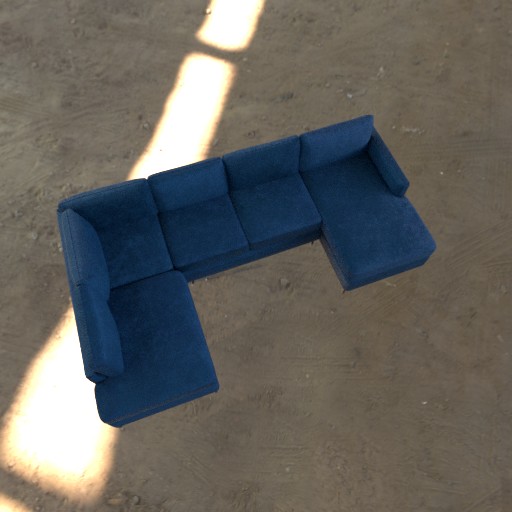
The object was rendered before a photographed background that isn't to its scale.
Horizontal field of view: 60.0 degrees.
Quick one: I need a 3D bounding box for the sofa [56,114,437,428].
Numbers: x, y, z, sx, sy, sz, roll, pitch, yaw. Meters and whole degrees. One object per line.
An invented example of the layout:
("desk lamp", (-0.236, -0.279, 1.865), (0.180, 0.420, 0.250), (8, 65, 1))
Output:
("sofa", (0.000, 0.000, 4.309), (3.434, 0.992, 2.055), (-18, 64, -9))
